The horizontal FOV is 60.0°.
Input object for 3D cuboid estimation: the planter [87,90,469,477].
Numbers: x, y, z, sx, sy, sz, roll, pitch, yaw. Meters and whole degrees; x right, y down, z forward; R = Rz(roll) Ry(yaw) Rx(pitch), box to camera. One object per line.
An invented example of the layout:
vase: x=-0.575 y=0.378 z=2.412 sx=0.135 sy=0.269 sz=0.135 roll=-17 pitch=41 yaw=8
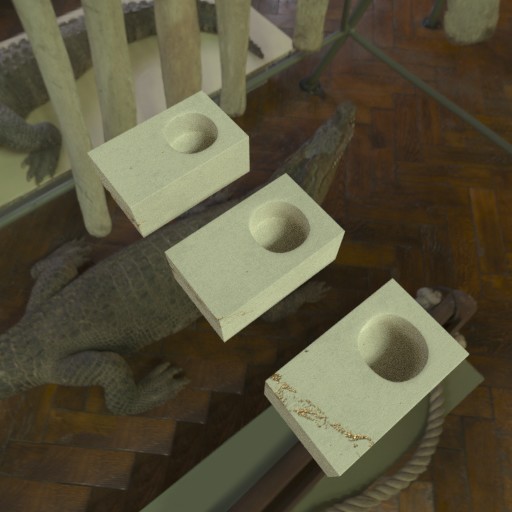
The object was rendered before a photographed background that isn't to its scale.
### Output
planter: x=0.000 y=0.000 z=0.381 sx=0.127 sy=0.051 sz=0.333 roll=-35 pitch=68 yaw=-16
